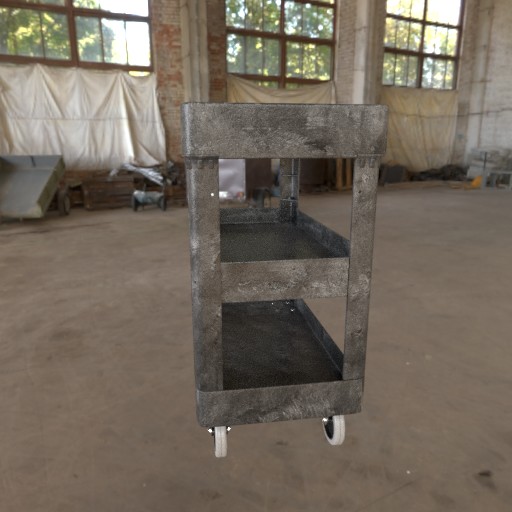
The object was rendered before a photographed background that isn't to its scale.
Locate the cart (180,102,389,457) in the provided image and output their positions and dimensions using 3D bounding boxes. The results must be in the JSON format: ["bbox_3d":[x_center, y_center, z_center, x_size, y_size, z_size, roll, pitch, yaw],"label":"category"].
[{"bbox_3d":[0.000,0.000,1.363,0.420,0.824,0.877,-2,15,-8],"label":"cart"}]
